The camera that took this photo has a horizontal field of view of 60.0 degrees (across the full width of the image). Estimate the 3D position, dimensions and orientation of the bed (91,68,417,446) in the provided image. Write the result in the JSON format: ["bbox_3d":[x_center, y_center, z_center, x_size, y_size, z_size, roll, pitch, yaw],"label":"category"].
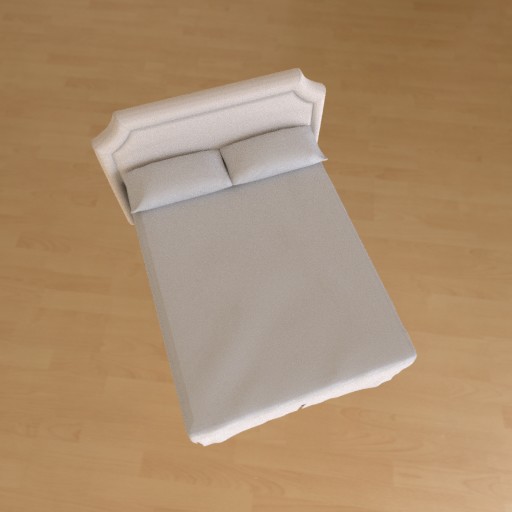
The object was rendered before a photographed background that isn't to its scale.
[{"bbox_3d":[0.000,0.000,3.272,1.828,1.297,2.164,-17,65,-8],"label":"bed"}]
